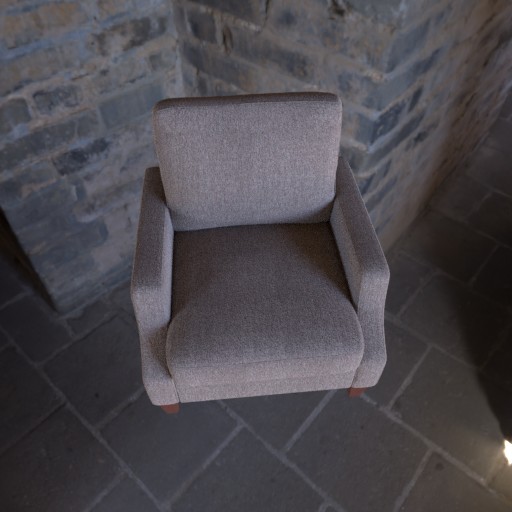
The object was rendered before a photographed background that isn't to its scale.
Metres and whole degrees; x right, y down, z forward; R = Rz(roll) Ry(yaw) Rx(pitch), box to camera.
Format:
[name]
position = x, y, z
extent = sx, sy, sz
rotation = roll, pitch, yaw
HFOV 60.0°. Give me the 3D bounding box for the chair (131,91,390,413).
[chair]
position = 0.000, 0.000, 1.684
extent = 0.855, 0.993, 0.897
rotation = -4, 48, -4
